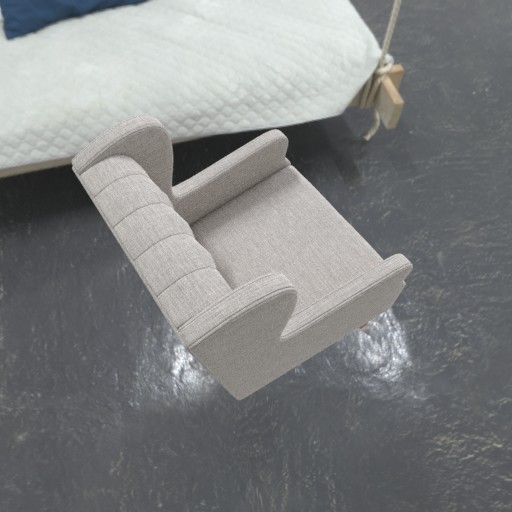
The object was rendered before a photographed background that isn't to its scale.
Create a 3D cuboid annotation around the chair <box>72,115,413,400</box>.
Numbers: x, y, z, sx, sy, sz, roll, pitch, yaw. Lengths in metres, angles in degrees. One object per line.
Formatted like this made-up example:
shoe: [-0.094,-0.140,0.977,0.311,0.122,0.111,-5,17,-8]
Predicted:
chair: [0.000,0.000,1.495,0.760,0.930,0.710,-31,64,-17]
